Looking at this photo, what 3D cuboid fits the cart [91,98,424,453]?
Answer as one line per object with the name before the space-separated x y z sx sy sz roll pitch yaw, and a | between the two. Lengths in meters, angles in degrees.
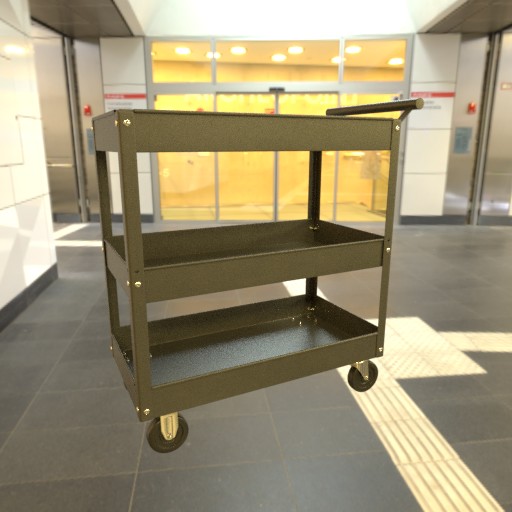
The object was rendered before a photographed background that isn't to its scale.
cart | 0.000 0.000 1.156 0.719 0.780 0.366 -7 16 -26
